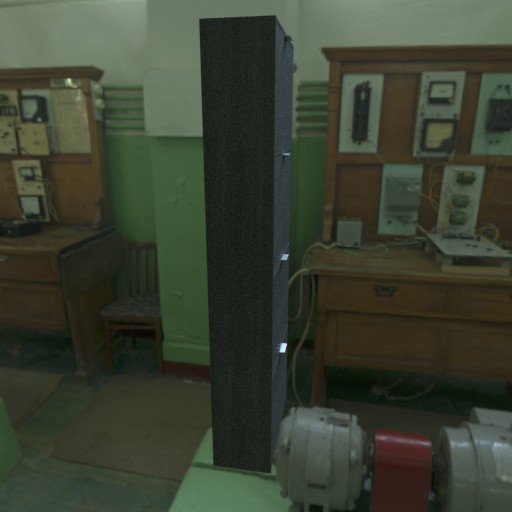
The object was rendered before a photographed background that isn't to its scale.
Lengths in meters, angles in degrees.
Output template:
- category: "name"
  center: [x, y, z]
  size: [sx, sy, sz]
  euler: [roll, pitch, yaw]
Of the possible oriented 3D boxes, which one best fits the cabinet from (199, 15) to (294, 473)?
- category: "cabinet"
  center: [0.000, 0.000, 1.791]
  size: [0.255, 1.630, 0.520]
  euler: [3, 16, 10]
